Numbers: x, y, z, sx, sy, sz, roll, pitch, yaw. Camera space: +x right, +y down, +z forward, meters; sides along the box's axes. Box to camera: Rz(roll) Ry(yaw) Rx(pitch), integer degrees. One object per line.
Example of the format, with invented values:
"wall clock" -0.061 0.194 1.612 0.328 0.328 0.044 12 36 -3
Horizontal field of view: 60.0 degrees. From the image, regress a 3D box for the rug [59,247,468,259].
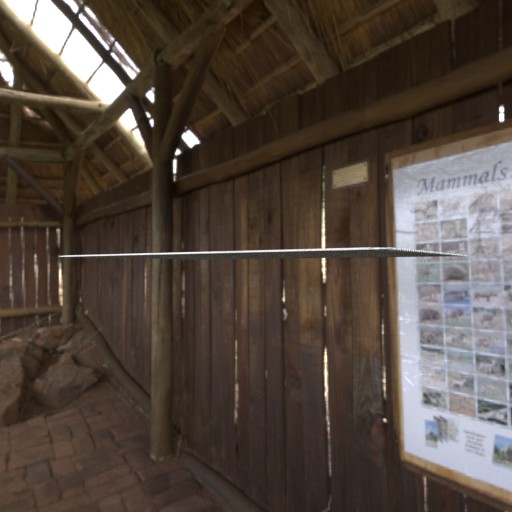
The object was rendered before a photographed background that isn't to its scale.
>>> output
"rug" 0.000 0.000 3.107 2.438 0.010 1.524 -1 -2 36
